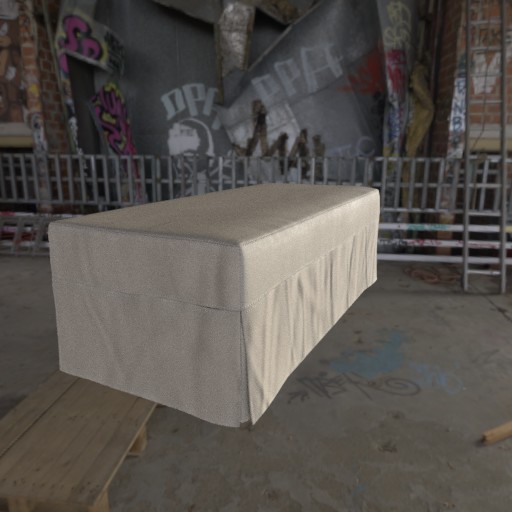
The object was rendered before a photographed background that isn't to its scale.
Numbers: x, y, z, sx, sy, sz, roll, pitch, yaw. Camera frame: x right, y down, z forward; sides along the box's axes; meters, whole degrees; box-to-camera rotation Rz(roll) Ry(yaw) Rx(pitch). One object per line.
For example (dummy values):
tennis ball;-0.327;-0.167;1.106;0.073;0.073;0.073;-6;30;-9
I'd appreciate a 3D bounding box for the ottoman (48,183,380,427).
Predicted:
ottoman;0.000;0.000;1.699;0.665;0.457;1.388;7;16;27
